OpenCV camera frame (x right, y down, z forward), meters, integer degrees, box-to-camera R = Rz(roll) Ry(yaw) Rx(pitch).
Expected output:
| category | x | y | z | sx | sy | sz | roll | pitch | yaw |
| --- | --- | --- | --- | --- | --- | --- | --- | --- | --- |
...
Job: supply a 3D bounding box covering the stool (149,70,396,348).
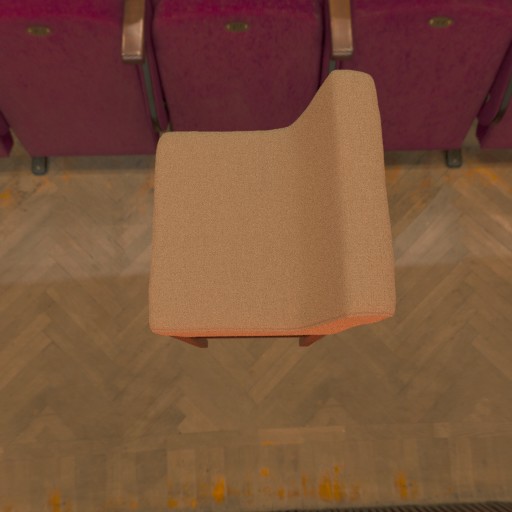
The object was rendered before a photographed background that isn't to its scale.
| category | x | y | z | sx | sy | sz | roll | pitch | yaw |
| --- | --- | --- | --- | --- | --- | --- | --- | --- | --- |
| stool | 0.000 | 0.000 | 1.317 | 0.500 | 1.037 | 0.511 | -1 | 75 | 0 |
